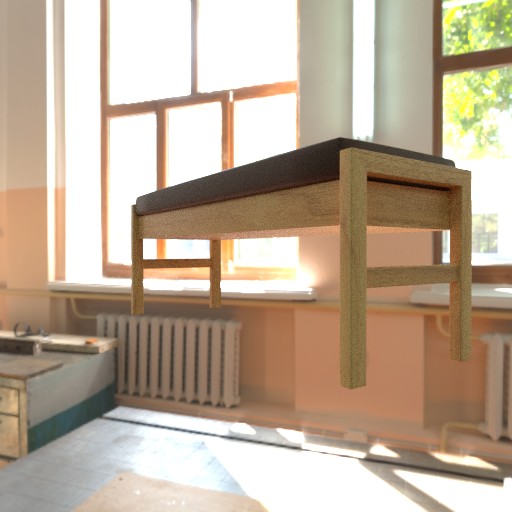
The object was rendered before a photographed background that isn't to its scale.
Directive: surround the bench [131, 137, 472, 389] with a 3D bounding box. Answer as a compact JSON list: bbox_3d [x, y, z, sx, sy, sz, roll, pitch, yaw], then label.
[{"bbox_3d":[0.000,0.000,1.420,0.405,0.480,1.200,0,1,-35],"label":"bench"}]
